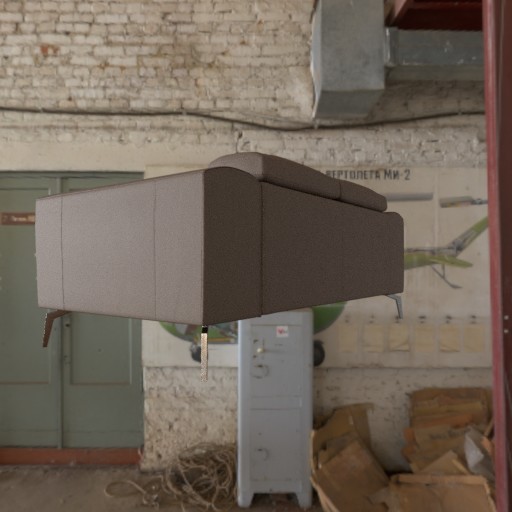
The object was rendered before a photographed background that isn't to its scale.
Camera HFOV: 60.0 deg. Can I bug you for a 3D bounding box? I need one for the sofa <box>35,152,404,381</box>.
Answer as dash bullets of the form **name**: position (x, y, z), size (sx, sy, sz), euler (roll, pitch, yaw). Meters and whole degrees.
- **sofa**: position (0.000, 0.000, 2.351), size (1.003, 0.779, 1.895), euler (-1, -1, 36)
